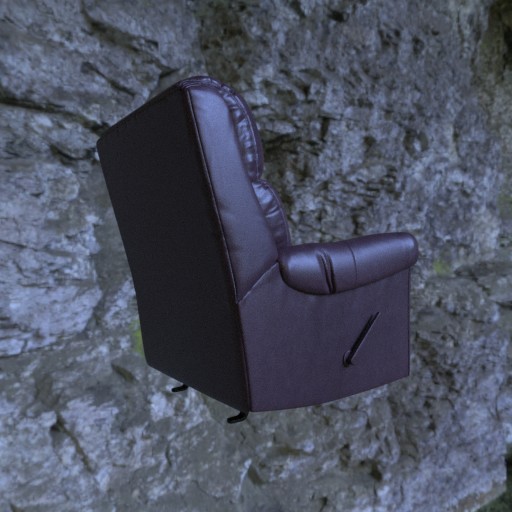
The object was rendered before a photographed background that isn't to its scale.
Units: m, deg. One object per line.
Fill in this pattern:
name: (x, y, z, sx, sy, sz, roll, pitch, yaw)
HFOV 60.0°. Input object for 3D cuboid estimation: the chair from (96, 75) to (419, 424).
chair: (0.000, 0.000, 1.723, 1.014, 1.054, 0.838, 0, 0, -37)
